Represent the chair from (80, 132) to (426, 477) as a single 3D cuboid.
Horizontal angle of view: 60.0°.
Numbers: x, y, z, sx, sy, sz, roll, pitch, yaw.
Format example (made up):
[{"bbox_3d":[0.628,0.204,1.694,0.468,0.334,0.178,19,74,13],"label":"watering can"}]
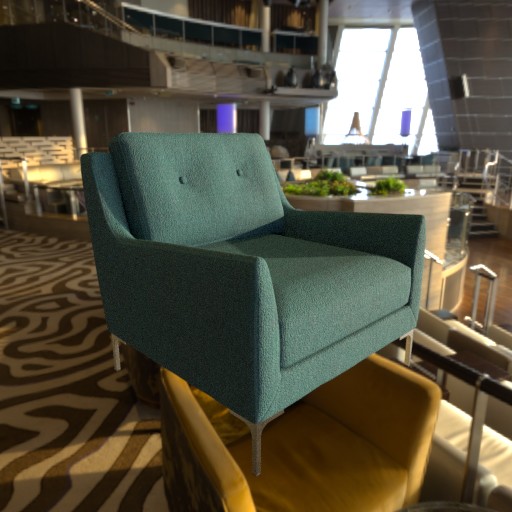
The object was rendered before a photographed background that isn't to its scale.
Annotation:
[{"bbox_3d":[0.000,0.000,1.536,0.847,0.828,0.849,-14,21,-43],"label":"chair"}]
